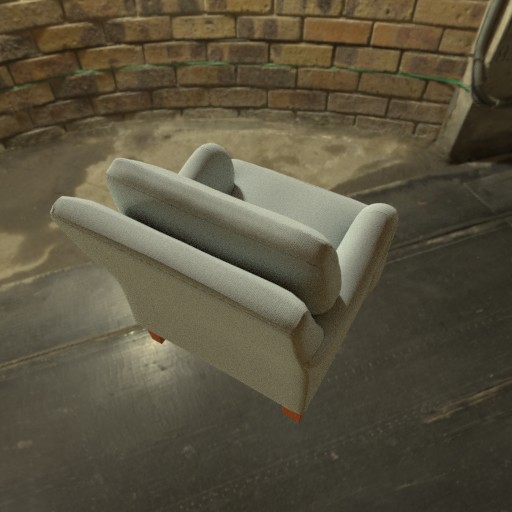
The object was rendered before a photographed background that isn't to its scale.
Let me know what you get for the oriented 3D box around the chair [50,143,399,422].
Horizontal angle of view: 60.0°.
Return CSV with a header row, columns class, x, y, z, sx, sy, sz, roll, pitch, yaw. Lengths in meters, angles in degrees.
class,x,y,z,sx,sy,sz,roll,pitch,yaw
chair,0.000,0.000,1.860,0.955,1.038,1.070,24,52,20
